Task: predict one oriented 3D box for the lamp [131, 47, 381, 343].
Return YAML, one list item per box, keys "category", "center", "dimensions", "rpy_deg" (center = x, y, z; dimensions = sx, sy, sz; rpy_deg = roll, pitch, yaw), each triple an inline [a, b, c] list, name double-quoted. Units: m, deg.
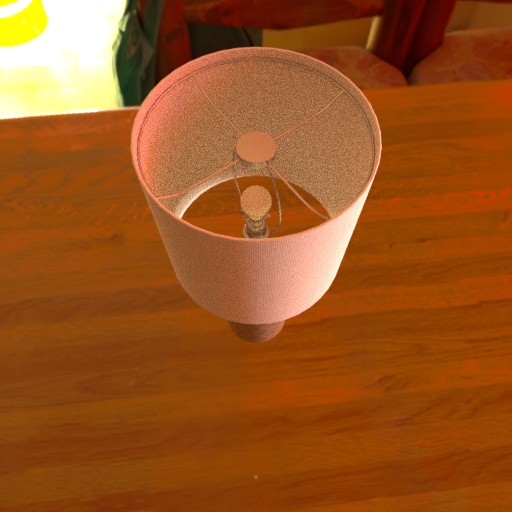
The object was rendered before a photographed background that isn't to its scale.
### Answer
- category: "lamp"
  center: [0.000, 0.000, 0.573]
  dimensions: [0.207, 0.461, 0.207]
  rpy_deg: [-33, 68, -15]
